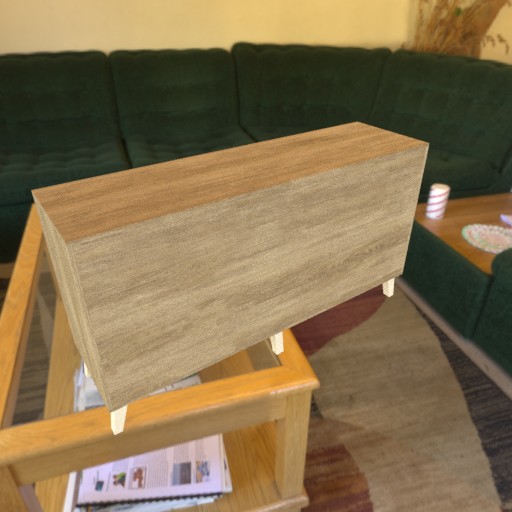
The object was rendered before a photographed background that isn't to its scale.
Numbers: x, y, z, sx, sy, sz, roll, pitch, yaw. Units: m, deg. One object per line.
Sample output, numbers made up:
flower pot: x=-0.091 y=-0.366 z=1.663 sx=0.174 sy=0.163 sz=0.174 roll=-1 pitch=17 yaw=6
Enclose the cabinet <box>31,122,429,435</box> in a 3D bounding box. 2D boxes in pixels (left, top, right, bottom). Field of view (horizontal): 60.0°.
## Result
cabinet: x=0.000 y=0.000 z=2.008 sx=1.600 sy=0.870 sz=0.450 roll=-20 pitch=37 yaw=-29
